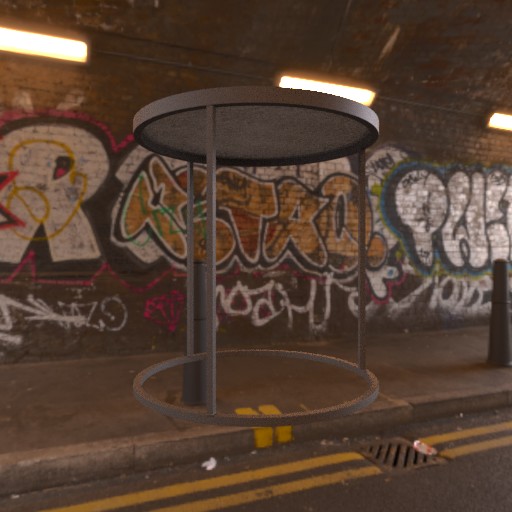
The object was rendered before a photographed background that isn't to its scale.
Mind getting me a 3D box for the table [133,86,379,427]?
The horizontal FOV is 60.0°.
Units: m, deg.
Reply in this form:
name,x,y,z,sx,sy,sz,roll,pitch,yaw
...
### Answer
name,x,y,z,sx,sy,sz,roll,pitch,yaw
table,0.000,0.000,0.880,0.470,0.498,0.470,0,0,0
